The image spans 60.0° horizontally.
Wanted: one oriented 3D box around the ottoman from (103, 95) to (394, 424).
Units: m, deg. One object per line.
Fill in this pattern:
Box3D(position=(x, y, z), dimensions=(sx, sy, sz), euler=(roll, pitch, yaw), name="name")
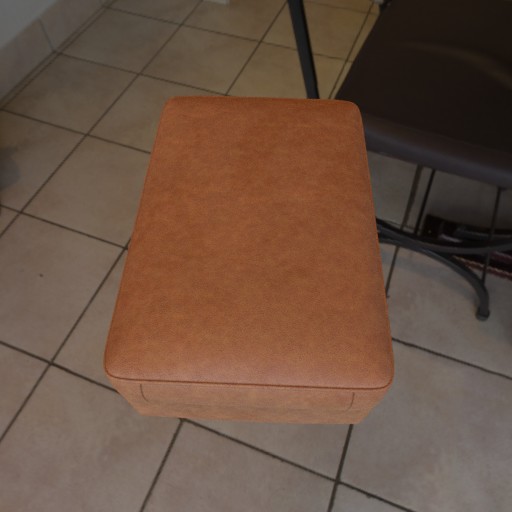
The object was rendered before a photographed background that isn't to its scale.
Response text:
Box3D(position=(0.000, 0.000, 1.214), dimensions=(0.584, 0.483, 0.864), euler=(2, 57, 1), name="ottoman")
